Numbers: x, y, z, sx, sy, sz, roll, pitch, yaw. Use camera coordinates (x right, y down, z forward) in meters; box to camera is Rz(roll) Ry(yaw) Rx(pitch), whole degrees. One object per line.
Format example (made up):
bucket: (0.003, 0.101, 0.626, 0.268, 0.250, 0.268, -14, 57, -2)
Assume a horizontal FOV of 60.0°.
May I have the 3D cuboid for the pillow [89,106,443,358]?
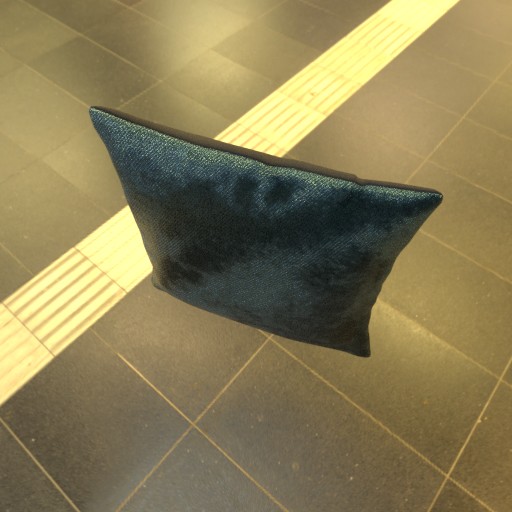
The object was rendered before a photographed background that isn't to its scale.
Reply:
pillow: (0.000, 0.000, 0.661, 0.436, 0.430, 0.138, 17, 58, 11)
